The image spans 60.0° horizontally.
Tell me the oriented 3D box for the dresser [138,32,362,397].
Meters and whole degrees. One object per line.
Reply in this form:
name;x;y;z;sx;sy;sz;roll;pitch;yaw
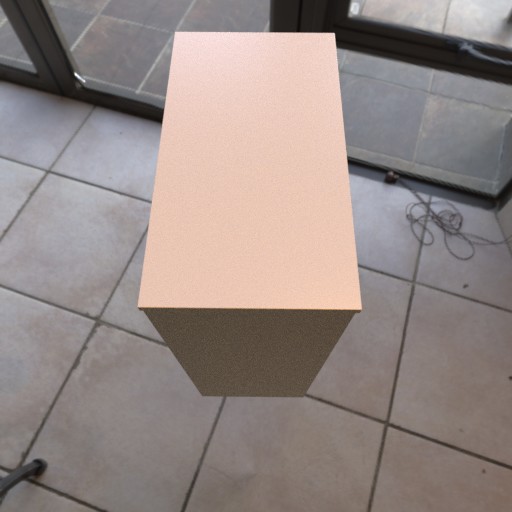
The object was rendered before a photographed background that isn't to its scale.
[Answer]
dresser;0.000;0.000;1.375;0.401;1.021;0.704;1;64;0
